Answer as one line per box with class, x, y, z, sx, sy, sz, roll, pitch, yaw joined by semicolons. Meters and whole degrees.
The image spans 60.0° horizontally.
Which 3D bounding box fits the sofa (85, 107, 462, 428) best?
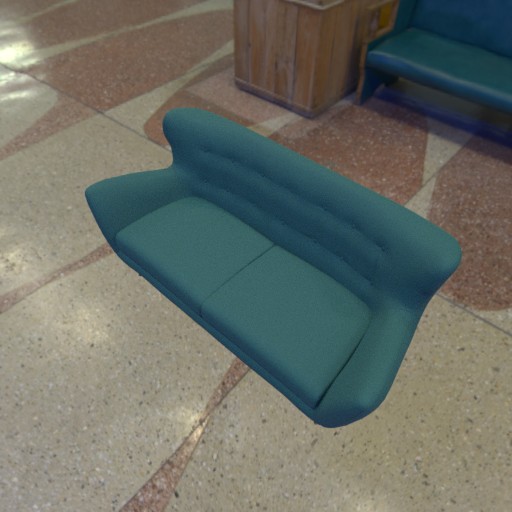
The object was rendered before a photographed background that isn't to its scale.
sofa;0.000;0.000;2.420;1.930;0.890;0.889;34;56;28
